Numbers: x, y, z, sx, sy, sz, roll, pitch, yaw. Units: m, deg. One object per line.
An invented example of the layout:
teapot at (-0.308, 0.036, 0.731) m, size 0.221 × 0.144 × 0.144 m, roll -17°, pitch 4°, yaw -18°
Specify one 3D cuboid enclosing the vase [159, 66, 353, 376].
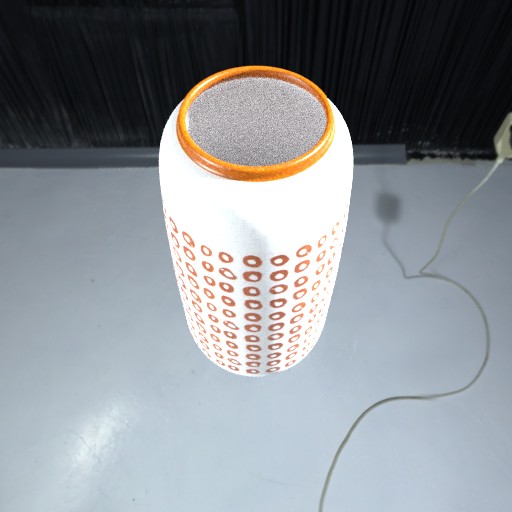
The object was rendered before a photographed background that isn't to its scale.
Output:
vase at (0.000, 0.000, 0.351) m, size 0.133 × 0.282 × 0.133 m, roll 0°, pitch 58°, yaw 0°
